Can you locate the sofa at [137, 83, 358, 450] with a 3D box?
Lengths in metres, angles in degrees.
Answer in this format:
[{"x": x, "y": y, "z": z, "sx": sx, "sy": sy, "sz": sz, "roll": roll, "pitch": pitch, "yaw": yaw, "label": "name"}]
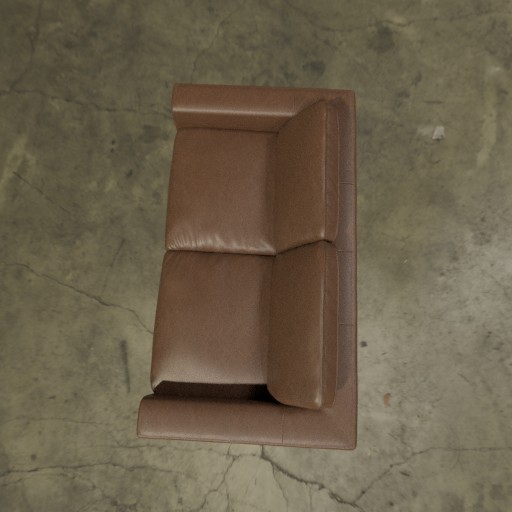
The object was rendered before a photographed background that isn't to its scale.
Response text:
[{"x": 0.000, "y": 0.000, "z": 2.457, "sx": 1.070, "sy": 0.800, "sz": 1.920, "roll": 3, "pitch": 76, "yaw": 1, "label": "sofa"}]
